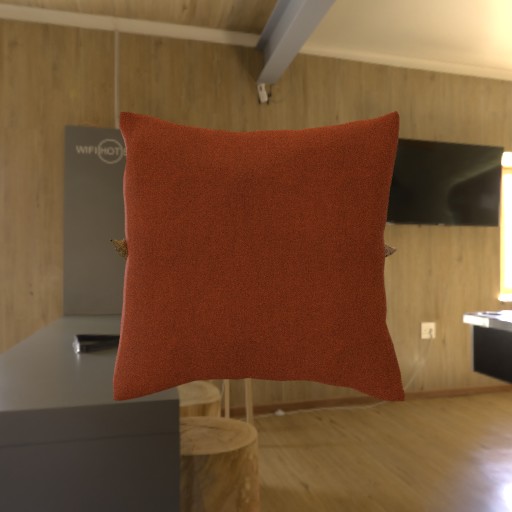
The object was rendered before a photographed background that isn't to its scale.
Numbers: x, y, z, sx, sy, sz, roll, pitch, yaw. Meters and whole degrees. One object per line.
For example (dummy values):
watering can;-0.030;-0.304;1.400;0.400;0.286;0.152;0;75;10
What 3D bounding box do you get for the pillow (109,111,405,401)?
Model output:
pillow;0.000;0.000;0.752;0.490;0.482;0.165;0;0;1
